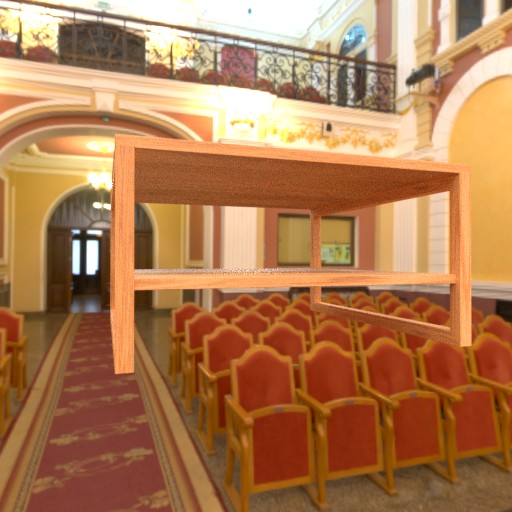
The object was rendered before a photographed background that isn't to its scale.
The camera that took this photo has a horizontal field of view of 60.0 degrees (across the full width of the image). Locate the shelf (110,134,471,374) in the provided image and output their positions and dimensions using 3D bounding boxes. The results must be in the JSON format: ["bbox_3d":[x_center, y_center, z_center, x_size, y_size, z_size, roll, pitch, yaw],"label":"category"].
[{"bbox_3d":[0.000,0.000,1.454,0.899,0.480,0.899,0,0,-19],"label":"shelf"}]
